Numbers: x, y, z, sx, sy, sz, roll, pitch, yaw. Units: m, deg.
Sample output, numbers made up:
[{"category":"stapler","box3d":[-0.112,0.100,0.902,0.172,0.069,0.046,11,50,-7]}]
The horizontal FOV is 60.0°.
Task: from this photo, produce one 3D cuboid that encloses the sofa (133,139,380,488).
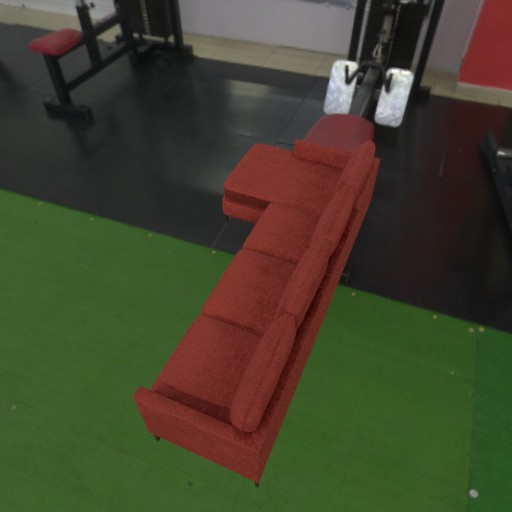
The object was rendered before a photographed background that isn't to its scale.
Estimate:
[{"category":"sofa","box3d":[0.000,0.000,4.102,1.500,0.967,3.400,17,49,16]}]
